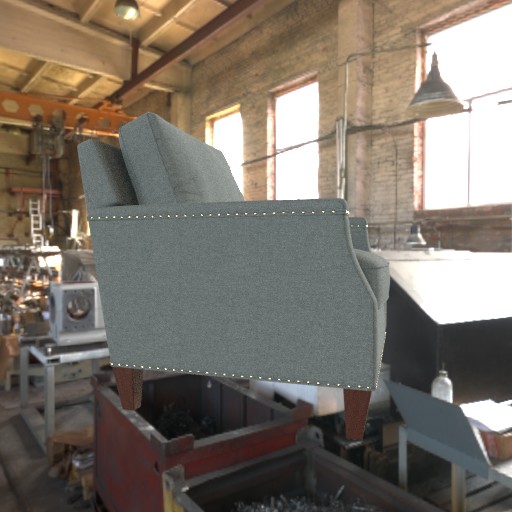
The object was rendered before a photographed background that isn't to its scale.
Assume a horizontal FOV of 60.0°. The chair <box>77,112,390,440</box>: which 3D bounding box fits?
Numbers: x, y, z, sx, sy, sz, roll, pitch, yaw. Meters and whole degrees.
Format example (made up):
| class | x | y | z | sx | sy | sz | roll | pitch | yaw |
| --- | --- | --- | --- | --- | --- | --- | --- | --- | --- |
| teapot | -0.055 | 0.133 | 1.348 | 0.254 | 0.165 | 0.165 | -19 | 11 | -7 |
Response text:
| class | x | y | z | sx | sy | sz | roll | pitch | yaw |
| --- | --- | --- | --- | --- | --- | --- | --- | --- | --- |
| chair | 0.000 | 0.000 | 1.781 | 1.031 | 1.031 | 0.885 | 0 | 1 | 18 |
